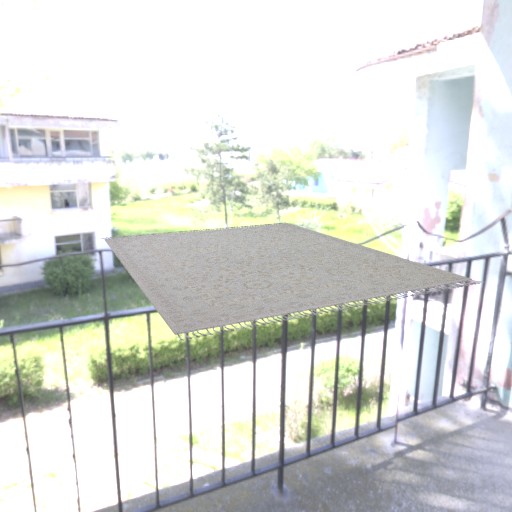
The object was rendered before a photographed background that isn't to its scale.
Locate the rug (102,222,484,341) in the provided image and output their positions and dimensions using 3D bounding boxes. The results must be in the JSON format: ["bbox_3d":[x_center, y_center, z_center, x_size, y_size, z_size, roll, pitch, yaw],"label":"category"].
[{"bbox_3d":[0.000,0.000,4.208,2.444,0.013,3.043,-7,15,-25],"label":"rug"}]
